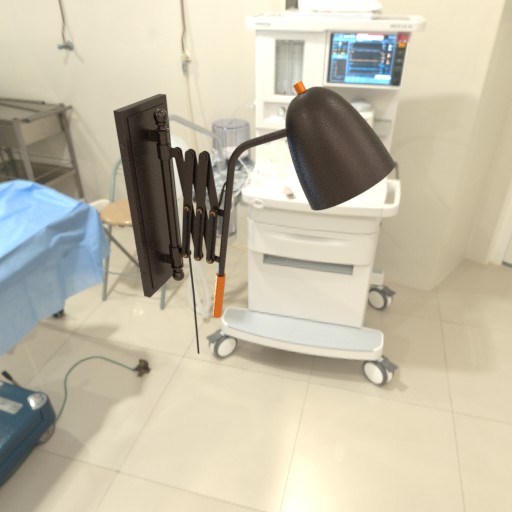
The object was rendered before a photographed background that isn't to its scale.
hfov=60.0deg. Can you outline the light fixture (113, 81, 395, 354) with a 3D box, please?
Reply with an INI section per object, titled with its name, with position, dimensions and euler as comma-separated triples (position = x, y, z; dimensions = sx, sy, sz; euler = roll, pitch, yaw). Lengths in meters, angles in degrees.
[light fixture]
position = 0.000, 0.000, 0.941
dimensions = 0.499, 0.715, 0.162
euler = 12, 34, 19
